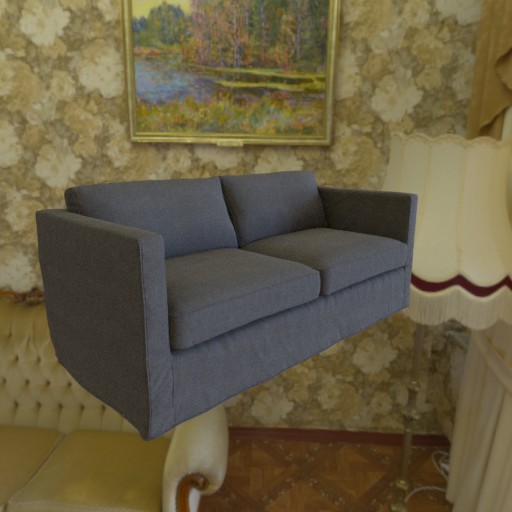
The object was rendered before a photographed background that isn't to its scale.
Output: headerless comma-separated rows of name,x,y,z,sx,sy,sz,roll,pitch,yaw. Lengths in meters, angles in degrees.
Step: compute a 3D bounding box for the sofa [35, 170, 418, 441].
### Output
sofa,0.000,0.000,2.440,1.982,0.855,0.953,-13,19,-43
